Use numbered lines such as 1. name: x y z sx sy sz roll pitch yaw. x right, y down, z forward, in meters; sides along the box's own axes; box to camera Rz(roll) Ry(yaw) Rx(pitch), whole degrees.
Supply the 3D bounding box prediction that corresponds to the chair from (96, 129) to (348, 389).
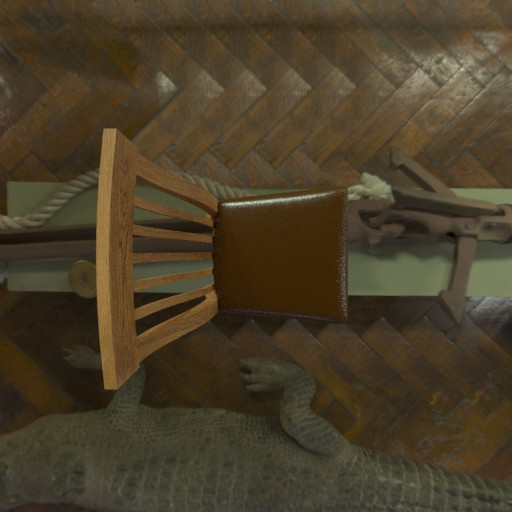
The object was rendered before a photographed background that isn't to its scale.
1. chair: 0.000 0.000 1.295 0.580 1.050 0.450 0 91 -2
